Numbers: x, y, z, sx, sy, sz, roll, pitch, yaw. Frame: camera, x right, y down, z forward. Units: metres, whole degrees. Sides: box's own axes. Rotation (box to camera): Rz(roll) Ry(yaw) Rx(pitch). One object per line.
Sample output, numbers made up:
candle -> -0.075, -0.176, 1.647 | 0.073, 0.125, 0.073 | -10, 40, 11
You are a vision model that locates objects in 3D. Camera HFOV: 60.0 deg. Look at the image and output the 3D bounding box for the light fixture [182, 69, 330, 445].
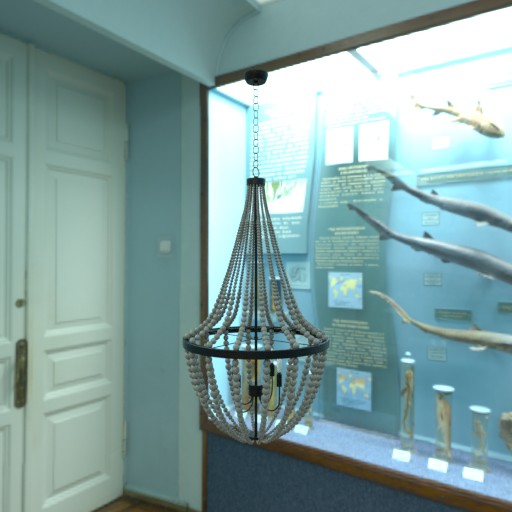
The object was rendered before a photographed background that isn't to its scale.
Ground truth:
light fixture -> 0.000, 0.000, 1.378 | 0.450, 1.133, 0.450 | 0, -1, 0
